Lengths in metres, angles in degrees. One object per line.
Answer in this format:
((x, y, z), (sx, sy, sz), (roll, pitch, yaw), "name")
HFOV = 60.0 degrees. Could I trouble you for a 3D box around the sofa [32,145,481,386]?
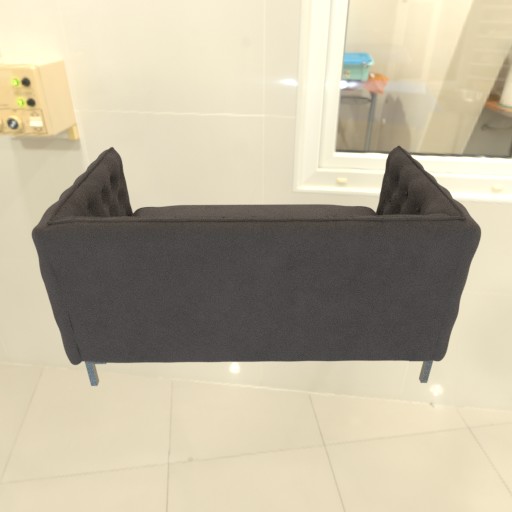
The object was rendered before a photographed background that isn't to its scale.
((0.000, 0.000, 2.074), (1.583, 0.810, 0.909), (0, 31, -1), "sofa")
